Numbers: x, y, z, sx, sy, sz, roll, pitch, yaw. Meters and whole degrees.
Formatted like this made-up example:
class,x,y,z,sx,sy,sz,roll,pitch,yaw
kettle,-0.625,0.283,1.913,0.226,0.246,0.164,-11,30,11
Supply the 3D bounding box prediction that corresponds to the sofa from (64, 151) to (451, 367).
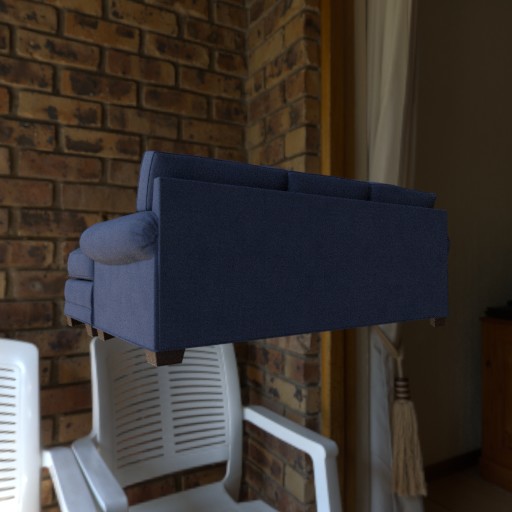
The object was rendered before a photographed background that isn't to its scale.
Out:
class,x,y,z,sx,sy,sz,roll,pitch,yaw
sofa,0.000,0.000,3.426,2.567,1.063,1.780,1,-1,-35
